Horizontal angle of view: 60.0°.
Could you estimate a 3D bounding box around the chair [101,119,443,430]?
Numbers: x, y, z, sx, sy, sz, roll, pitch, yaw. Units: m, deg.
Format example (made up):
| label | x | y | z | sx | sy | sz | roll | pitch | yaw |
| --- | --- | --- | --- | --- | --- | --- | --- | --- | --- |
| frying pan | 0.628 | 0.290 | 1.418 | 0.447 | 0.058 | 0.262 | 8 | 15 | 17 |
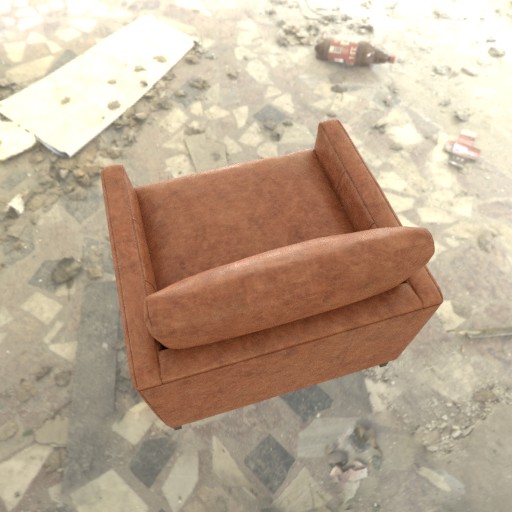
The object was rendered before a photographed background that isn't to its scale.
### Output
| label | x | y | z | sx | sy | sz | roll | pitch | yaw |
| --- | --- | --- | --- | --- | --- | --- | --- | --- | --- |
| chair | 0.000 | 0.000 | 1.625 | 0.967 | 0.869 | 0.862 | -14 | 59 | -9 |
